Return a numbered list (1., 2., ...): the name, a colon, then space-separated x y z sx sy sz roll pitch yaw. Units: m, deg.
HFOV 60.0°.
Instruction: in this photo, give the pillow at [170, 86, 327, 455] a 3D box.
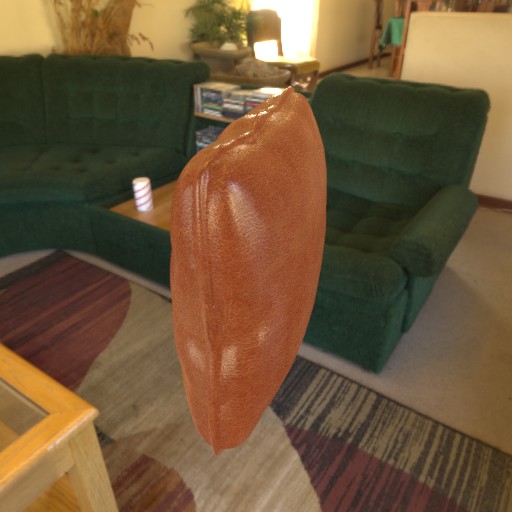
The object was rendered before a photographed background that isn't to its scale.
1. pillow: 0.000 0.000 0.828 0.236 0.523 0.532 8 32 14
